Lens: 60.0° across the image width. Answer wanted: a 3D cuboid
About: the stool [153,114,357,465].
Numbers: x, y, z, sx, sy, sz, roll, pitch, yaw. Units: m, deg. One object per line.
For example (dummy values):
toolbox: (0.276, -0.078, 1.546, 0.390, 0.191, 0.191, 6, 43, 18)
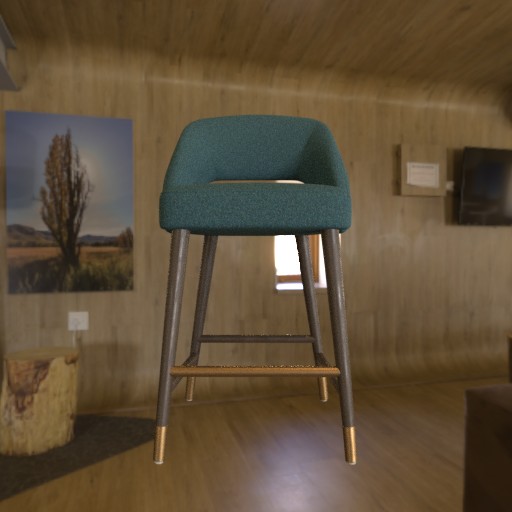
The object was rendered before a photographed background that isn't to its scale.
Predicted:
stool: (0.000, 0.000, 1.252, 0.536, 0.939, 0.522, 0, 1, 1)
